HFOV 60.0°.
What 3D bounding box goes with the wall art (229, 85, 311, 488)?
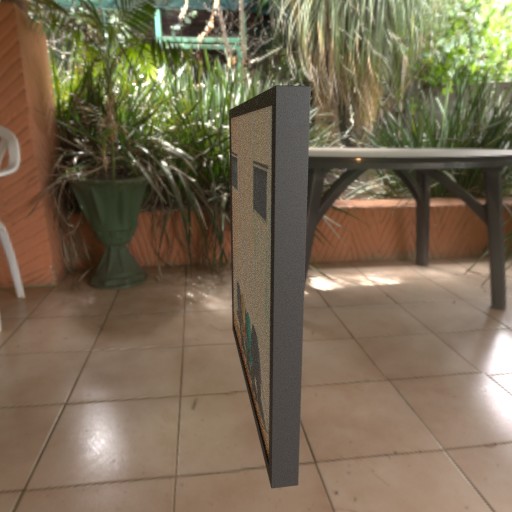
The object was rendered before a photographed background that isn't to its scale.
[{"bbox_3d":[0.000,0.000,0.769,0.037,0.506,0.506,-2,16,-9],"label":"wall art"}]
